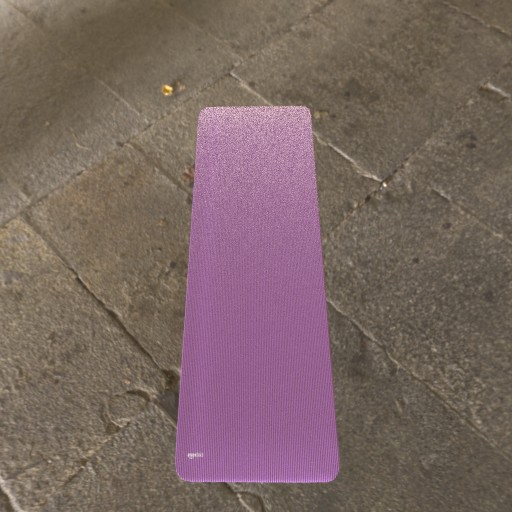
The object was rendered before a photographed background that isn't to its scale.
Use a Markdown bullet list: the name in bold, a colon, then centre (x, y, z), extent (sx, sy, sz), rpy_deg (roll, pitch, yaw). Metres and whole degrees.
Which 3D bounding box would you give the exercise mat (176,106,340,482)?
- **exercise mat**: centre (0.000, 0.000, 2.053), extent (0.616, 0.021, 1.869), rpy_deg (0, 63, 0)
